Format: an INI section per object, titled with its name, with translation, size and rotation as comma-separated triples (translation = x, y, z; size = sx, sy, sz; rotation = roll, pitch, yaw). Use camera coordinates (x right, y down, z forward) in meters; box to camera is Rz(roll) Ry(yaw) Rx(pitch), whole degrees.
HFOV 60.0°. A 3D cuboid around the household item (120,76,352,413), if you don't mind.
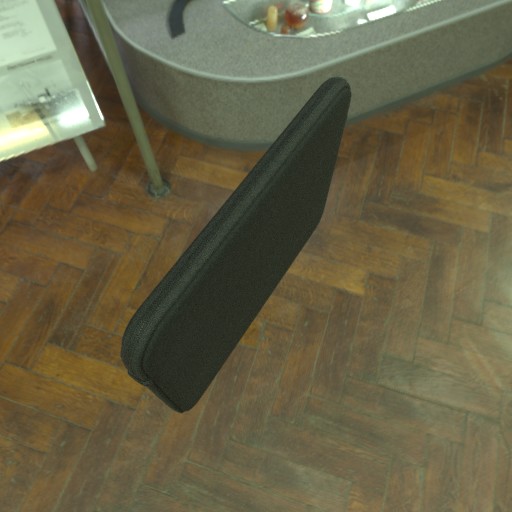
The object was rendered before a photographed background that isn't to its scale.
[household item]
translation = 0.000, 0.000, 0.541
size = 0.030, 0.305, 0.396
rotation = 30, 66, 15
